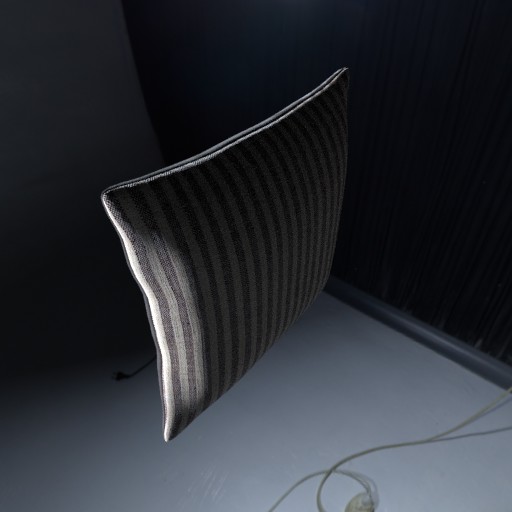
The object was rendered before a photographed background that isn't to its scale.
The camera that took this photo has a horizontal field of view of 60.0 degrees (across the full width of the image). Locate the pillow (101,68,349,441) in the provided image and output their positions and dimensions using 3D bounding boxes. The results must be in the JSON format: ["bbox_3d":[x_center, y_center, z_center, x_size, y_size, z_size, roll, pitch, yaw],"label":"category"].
[{"bbox_3d":[0.000,0.000,0.774,0.166,0.506,0.523,27,47,28],"label":"pillow"}]
